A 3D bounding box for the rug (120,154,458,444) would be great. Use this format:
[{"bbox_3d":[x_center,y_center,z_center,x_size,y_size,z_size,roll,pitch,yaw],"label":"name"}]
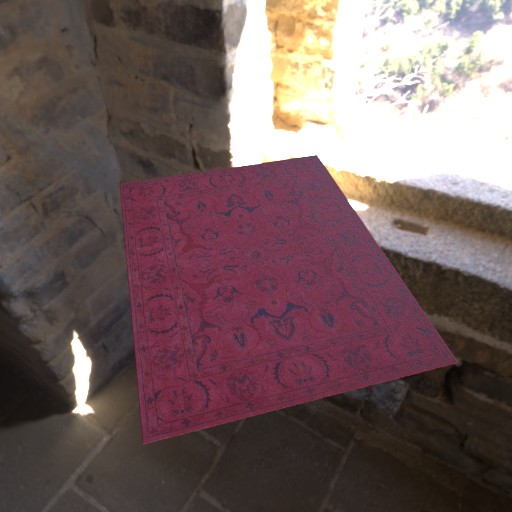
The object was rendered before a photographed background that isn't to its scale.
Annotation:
[{"bbox_3d":[0.000,0.000,4.061,2.300,0.012,2.929,-11,46,-11],"label":"rug"}]
